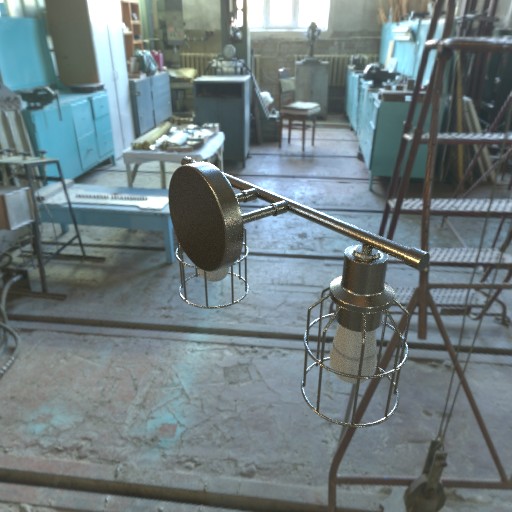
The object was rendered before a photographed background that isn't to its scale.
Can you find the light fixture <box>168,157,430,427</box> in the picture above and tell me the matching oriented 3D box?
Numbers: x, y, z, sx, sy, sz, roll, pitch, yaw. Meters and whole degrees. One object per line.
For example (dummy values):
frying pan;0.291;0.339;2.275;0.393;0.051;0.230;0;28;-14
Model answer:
light fixture;0.000;0.000;0.545;0.165;0.254;0.406;-20;34;-34
